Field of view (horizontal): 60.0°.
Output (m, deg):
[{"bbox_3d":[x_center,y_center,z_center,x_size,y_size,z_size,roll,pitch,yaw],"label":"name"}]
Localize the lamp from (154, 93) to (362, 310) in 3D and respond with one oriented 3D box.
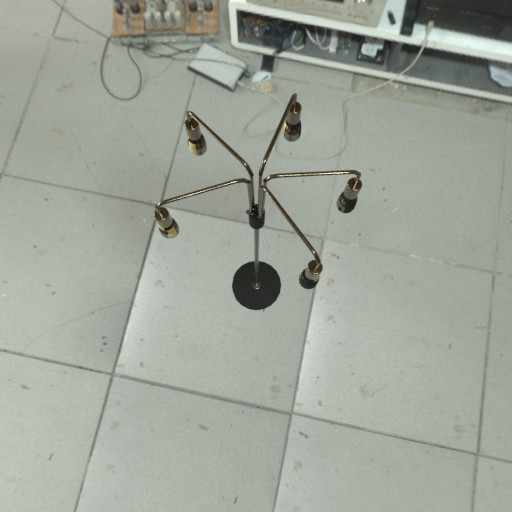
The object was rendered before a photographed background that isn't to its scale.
[{"bbox_3d":[0.000,0.000,1.973,0.599,1.721,0.572,-17,77,-4],"label":"lamp"}]
